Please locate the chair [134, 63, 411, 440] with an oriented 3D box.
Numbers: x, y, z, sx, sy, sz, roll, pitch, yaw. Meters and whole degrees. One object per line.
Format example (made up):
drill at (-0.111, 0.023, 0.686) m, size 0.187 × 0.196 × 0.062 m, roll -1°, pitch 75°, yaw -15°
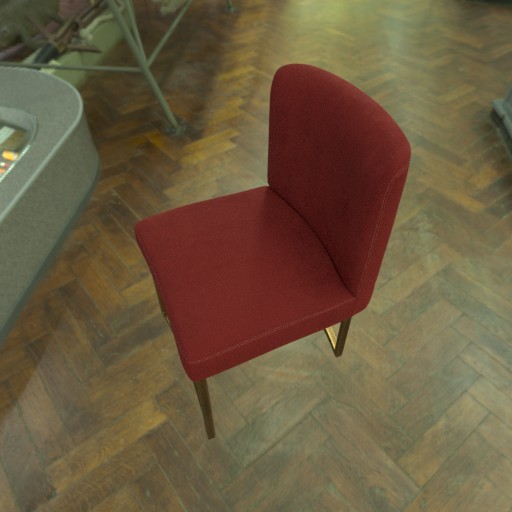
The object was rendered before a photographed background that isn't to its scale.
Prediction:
chair at (0.000, 0.000, 1.198) m, size 0.560 × 0.824 × 0.530 m, roll -18°, pitch 48°, yaw -16°
